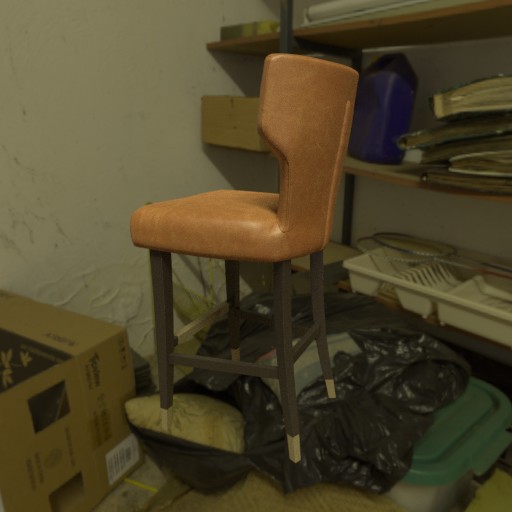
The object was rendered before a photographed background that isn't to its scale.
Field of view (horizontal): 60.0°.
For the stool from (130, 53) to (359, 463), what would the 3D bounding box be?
[{"bbox_3d":[0.000,0.000,1.397,0.563,1.092,0.526,8,17,26],"label":"stool"}]
